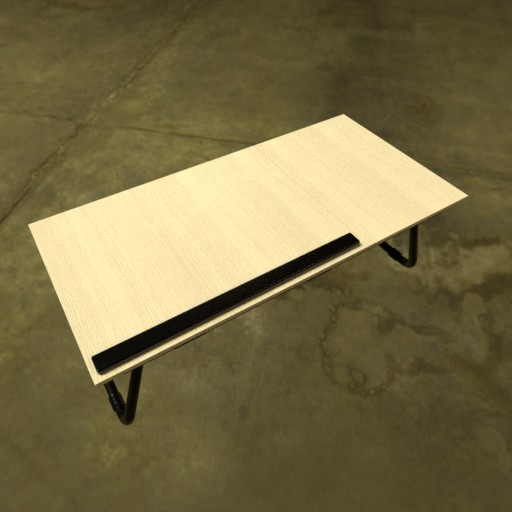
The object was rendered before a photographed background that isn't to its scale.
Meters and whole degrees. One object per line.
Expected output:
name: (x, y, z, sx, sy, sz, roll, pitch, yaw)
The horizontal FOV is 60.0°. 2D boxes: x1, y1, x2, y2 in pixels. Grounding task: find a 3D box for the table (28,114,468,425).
table: (0.000, 0.000, 0.798, 0.644, 0.242, 0.322, -25, 51, -22)
